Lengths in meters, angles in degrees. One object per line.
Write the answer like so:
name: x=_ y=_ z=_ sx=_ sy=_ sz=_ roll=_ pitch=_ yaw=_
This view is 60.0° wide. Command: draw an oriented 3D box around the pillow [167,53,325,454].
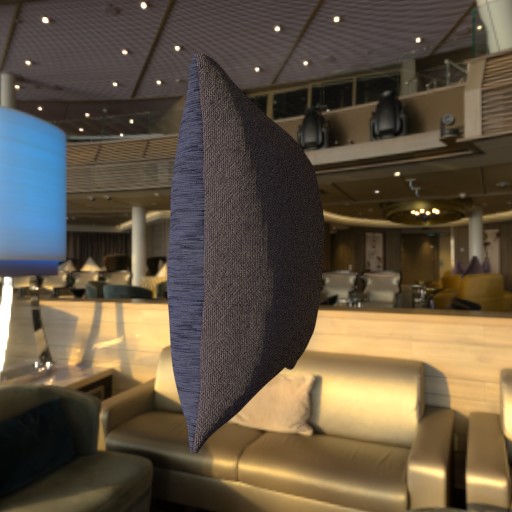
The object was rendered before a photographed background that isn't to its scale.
pillow: x=0.000 y=0.000 z=0.683 sx=0.204 sy=0.439 sz=0.452 roll=0 pitch=-1 yaw=18
